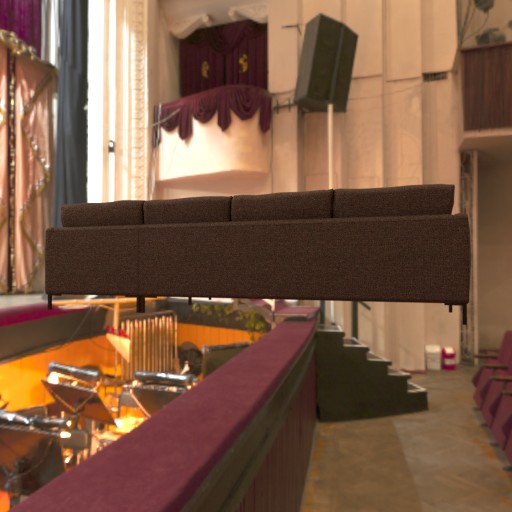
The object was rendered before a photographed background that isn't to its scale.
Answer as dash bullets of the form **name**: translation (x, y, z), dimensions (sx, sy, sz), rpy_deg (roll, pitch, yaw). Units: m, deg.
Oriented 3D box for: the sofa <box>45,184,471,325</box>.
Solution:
- **sofa**: translation (0.000, 0.000, 3.831), dimensions (3.221, 0.892, 1.483), rpy_deg (0, -2, 18)
